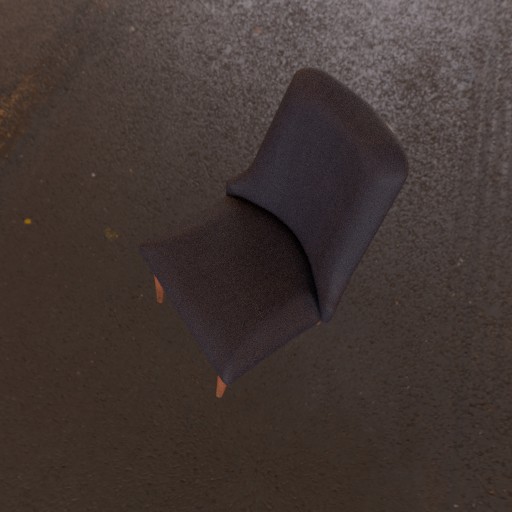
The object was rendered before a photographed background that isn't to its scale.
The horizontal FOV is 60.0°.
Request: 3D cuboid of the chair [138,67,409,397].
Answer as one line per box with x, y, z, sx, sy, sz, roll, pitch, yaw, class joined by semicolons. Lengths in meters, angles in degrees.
0.000;0.000;1.219;0.567;0.820;0.504;-32;68;-14;chair
